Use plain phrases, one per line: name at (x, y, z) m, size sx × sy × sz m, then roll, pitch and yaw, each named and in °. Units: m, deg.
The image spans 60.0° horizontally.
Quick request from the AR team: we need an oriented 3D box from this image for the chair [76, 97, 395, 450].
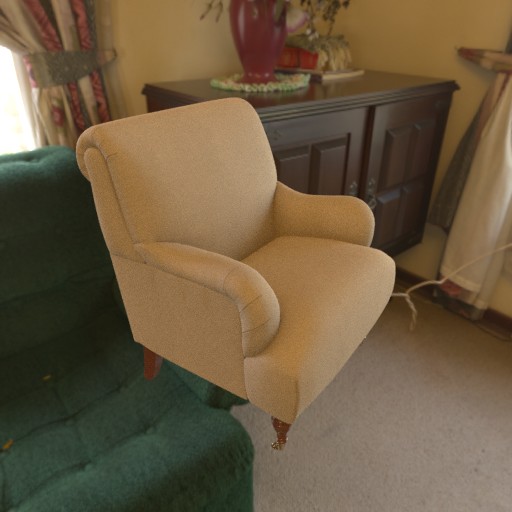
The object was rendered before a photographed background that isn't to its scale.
chair at (0.000, 0.000, 1.556) m, size 0.842 × 0.942 × 0.766 m, roll 18°, pitch 33°, yaw 30°
